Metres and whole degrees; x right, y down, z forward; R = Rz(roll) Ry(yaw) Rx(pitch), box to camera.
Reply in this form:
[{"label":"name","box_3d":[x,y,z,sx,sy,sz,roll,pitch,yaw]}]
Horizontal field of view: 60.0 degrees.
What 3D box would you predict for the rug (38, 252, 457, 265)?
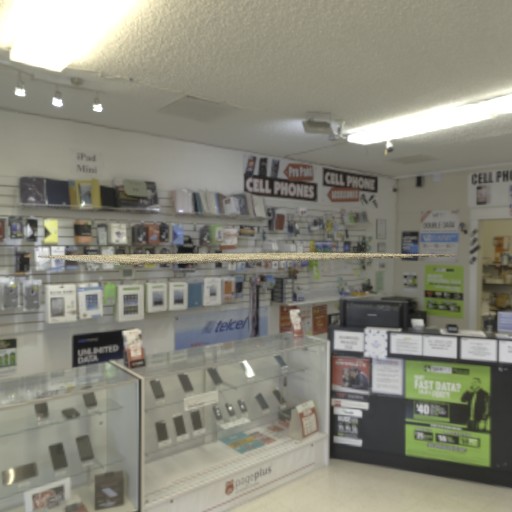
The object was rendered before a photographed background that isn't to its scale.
[{"label":"rug","box_3d":[0.000,0.000,3.035,2.444,0.012,1.530,-1,2,-37]}]
